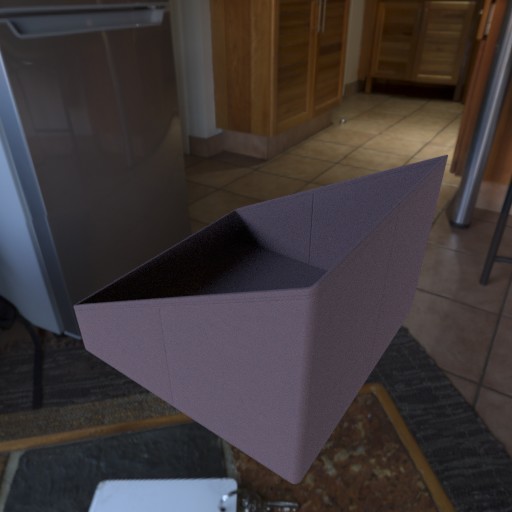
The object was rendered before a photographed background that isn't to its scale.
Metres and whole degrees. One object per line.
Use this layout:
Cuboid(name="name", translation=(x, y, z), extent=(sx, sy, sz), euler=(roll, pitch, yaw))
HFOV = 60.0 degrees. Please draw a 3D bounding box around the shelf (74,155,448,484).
Cuboid(name="shelf", translation=(0.000, 0.000, 0.491), extent=(0.292, 0.210, 0.292), euler=(21, 38, 29))
